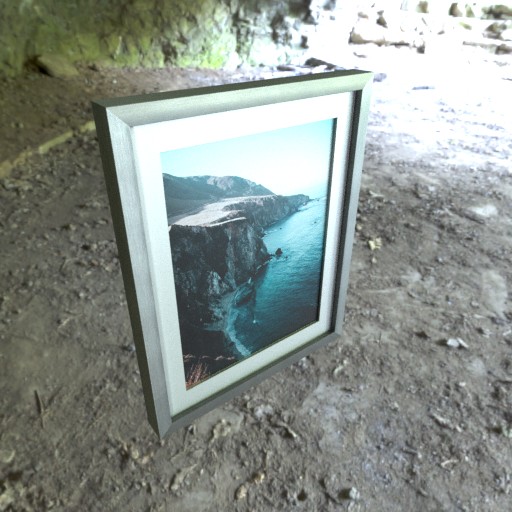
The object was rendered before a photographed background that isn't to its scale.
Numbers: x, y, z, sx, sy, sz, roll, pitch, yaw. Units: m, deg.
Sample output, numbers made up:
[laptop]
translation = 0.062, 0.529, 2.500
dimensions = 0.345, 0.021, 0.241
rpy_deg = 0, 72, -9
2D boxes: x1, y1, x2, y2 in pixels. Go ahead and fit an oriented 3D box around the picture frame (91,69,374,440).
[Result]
[picture frame]
translation = 0.000, 0.000, 0.757
dimensions = 0.449, 0.555, 0.046
rpy_deg = -21, 36, -32
